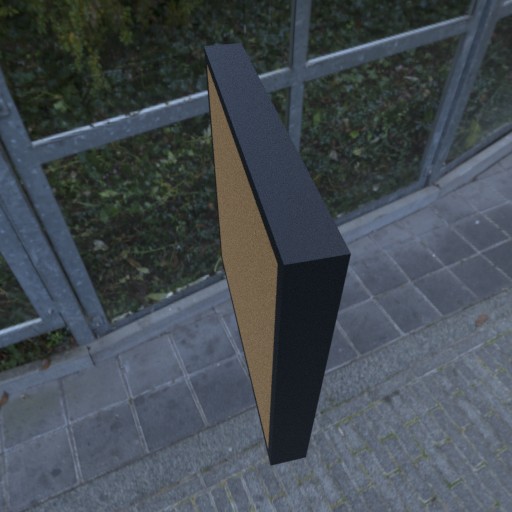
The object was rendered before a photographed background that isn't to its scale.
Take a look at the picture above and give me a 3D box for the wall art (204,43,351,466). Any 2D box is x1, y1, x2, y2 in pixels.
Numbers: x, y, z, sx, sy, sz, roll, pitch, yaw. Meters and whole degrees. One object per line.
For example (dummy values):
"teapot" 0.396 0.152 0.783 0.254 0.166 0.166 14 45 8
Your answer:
"wall art" 0.000 0.000 0.452 0.038 0.304 0.305 -9 47 -9
